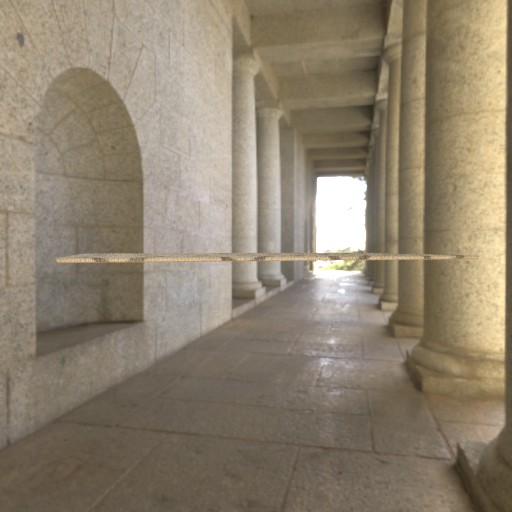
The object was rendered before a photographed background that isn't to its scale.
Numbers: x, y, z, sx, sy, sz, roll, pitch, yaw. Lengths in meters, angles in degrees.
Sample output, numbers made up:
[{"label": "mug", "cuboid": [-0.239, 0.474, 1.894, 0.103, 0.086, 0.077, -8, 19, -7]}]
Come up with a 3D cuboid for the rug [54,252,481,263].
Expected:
[{"label": "rug", "cuboid": [0.000, 0.000, 3.507, 2.701, 0.026, 1.801, 0, 1, -17]}]
